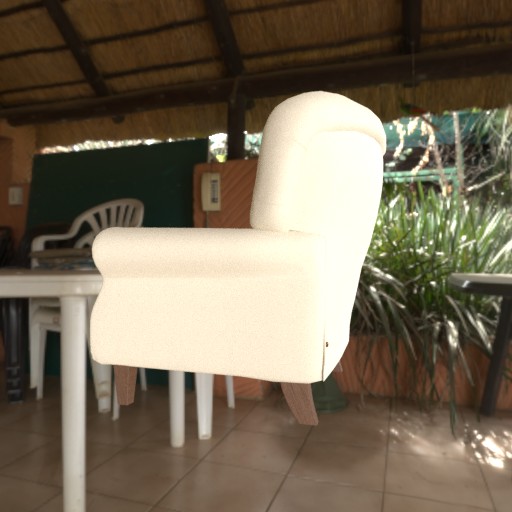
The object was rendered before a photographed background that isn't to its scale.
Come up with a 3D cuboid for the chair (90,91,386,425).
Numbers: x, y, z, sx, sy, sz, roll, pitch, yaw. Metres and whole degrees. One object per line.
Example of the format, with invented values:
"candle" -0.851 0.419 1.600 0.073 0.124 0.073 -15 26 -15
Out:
"chair" 0.000 0.000 2.003 1.132 1.169 1.035 0 -1 17
